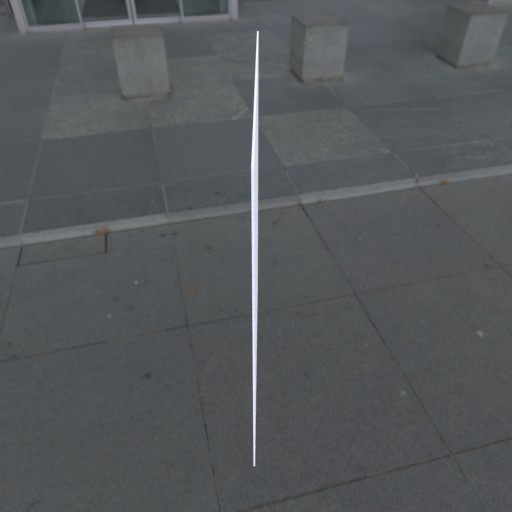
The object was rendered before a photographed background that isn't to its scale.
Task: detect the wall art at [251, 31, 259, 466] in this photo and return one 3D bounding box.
[{"bbox_3d":[0.000,0.000,0.775,0.003,0.610,0.457,1,41,1],"label":"wall art"}]
